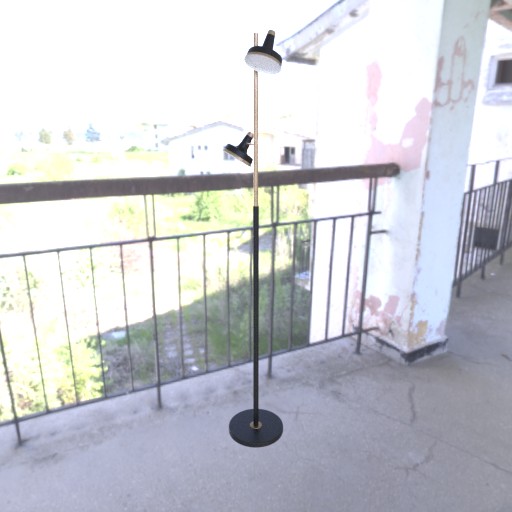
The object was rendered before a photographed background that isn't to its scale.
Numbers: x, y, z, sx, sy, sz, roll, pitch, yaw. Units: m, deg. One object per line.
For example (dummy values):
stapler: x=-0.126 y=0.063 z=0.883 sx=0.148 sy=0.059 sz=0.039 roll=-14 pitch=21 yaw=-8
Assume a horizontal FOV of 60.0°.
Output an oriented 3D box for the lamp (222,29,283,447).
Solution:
lamp: x=0.000 y=0.000 z=1.830 sx=0.253 sy=1.674 sz=0.351 roll=-7 pitch=18 yaw=-24
